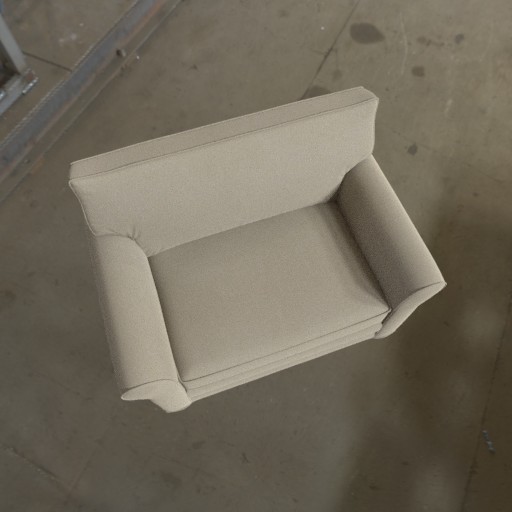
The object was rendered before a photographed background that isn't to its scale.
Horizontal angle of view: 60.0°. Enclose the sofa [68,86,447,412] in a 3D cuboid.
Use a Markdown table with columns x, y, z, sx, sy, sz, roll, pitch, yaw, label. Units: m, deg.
| x | y | z | sx | sy | sz | roll | pitch | yaw | label |
| --- | --- | --- | --- | --- | --- | --- | --- | --- | --- |
| 0.000 | 0.000 | 2.056 | 1.405 | 1.006 | 0.937 | -17 | 65 | -8 | sofa |
